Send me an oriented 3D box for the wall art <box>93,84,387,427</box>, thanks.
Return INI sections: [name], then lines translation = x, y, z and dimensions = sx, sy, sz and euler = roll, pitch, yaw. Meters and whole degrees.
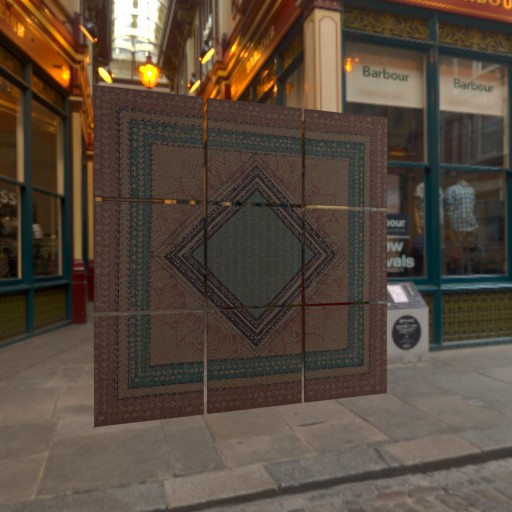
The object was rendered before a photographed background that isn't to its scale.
[wall art]
translation = 0.000, 0.000, 2.221
dimensions = 1.527, 1.525, 0.014
euler = 0, 0, -18
